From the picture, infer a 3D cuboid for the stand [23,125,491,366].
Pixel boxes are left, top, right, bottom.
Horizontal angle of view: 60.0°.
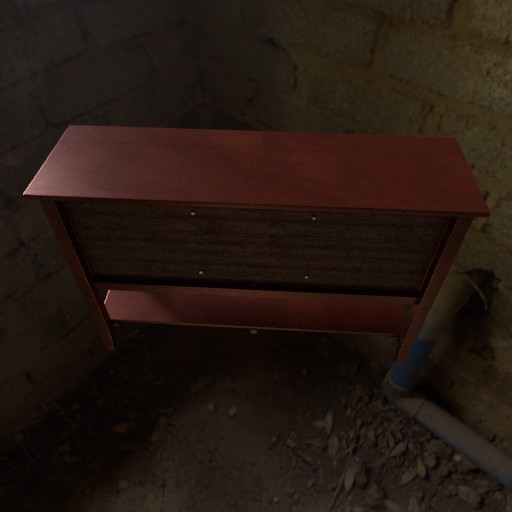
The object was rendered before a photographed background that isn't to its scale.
[{"bbox_3d":[0.000,0.000,1.743,1.362,0.872,0.410,3,46,2],"label":"stand"}]
